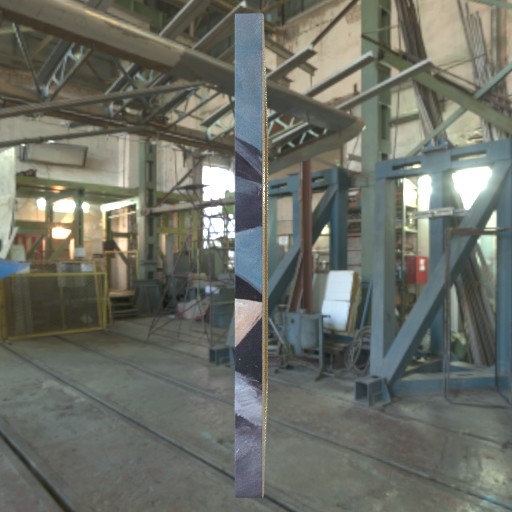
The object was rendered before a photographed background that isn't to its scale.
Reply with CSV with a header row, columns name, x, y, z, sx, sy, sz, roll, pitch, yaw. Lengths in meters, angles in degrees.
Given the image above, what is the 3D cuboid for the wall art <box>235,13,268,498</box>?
name,x,y,z,sx,sy,sz,roll,pitch,yaw
wall art,0.000,0.000,0.784,0.037,0.613,0.455,0,0,2
